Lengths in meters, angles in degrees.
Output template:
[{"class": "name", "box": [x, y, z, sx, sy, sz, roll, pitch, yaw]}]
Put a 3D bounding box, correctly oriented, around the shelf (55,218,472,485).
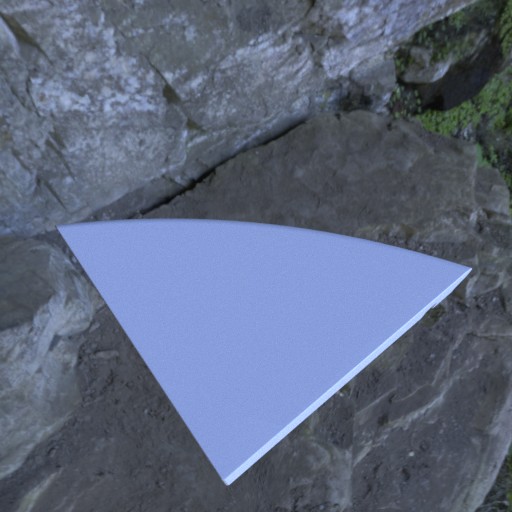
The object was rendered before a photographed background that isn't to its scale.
[{"class": "shelf", "box": [0.000, 0.000, 0.473, 0.310, 0.050, 0.310, -34, 65, -19]}]
